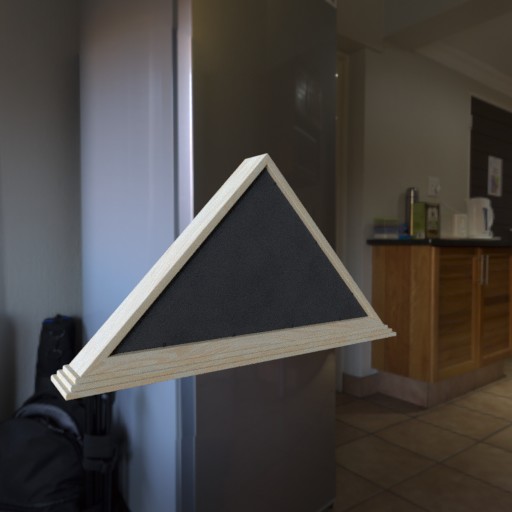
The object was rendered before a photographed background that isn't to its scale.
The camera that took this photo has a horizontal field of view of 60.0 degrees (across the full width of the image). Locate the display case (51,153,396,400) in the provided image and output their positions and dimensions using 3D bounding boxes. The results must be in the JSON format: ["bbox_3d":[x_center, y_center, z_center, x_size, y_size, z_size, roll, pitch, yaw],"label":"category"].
[{"bbox_3d":[0.000,0.000,0.763,0.640,0.340,0.095,-2,3,-35],"label":"display case"}]
